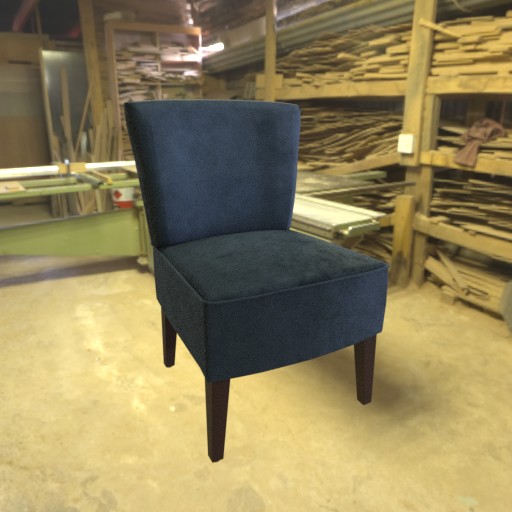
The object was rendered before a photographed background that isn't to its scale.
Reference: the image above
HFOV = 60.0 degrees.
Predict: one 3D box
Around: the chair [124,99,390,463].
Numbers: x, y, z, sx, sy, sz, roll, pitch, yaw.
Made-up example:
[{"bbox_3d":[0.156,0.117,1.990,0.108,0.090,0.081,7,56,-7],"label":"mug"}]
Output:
[{"bbox_3d":[0.000,0.000,1.189,0.521,0.806,0.551,-9,20,-27],"label":"chair"}]
